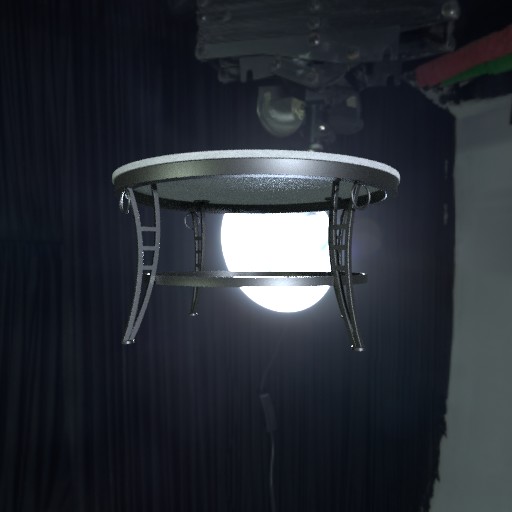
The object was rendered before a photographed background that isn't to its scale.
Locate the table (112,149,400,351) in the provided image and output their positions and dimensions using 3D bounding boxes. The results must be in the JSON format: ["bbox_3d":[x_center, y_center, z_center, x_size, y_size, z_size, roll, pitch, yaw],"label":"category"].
[{"bbox_3d":[0.000,0.000,1.439,0.889,0.470,0.889,0,-1,0],"label":"table"}]
